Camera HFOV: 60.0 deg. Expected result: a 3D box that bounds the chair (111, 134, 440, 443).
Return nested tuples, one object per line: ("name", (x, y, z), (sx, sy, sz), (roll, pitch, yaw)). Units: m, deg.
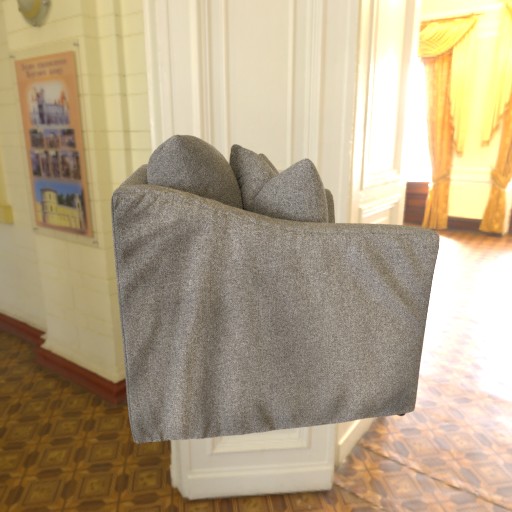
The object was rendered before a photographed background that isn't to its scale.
("chair", (0.000, 0.000, 1.996), (1.071, 1.059, 1.194), (-3, 16, -9))
